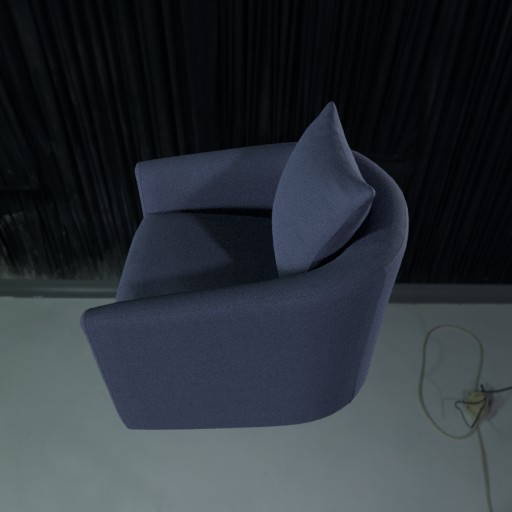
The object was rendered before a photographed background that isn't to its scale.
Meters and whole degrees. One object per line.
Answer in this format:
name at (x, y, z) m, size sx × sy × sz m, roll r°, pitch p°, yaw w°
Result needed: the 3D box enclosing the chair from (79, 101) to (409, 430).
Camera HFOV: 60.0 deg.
chair at (0.000, 0.000, 1.511) m, size 0.910 × 0.848 × 0.845 m, roll -1°, pitch 40°, yaw -1°
